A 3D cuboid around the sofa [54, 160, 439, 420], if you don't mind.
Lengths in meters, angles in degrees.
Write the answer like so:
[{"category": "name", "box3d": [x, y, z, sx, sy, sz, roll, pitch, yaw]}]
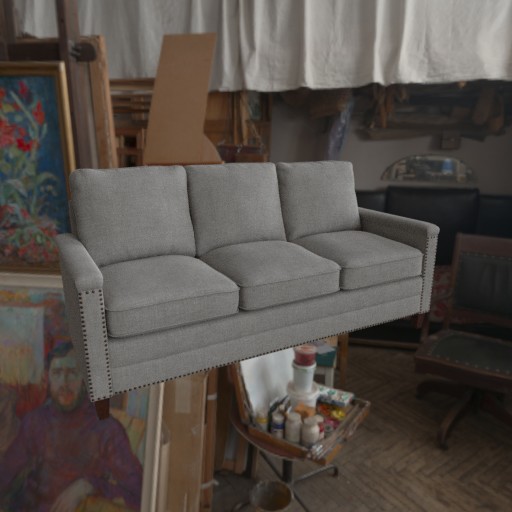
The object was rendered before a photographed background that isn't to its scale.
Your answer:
[{"category": "sofa", "box3d": [0.000, 0.000, 2.407, 1.925, 0.959, 0.828, -8, 18, -27]}]
